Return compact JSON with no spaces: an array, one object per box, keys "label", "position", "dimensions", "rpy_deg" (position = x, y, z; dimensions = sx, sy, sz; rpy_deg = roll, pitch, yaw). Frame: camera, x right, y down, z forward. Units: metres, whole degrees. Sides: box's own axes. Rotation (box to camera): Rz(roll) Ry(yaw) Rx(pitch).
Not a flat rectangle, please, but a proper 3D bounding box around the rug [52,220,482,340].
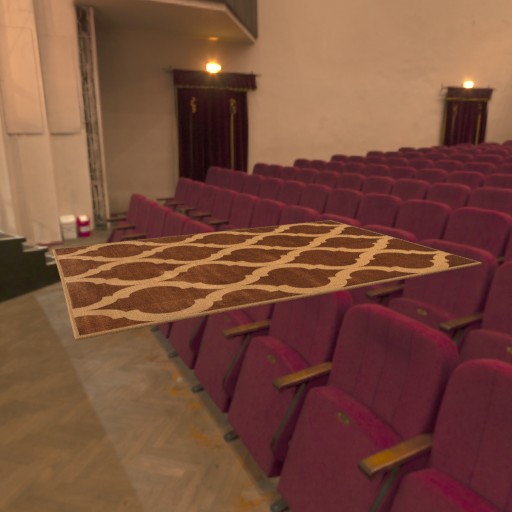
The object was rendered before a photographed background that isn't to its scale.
[{"label":"rug","position":[0.000,0.000,2.815],"dimensions":[2.290,0.014,1.526],"rpy_deg":[-8,17,-26]}]
